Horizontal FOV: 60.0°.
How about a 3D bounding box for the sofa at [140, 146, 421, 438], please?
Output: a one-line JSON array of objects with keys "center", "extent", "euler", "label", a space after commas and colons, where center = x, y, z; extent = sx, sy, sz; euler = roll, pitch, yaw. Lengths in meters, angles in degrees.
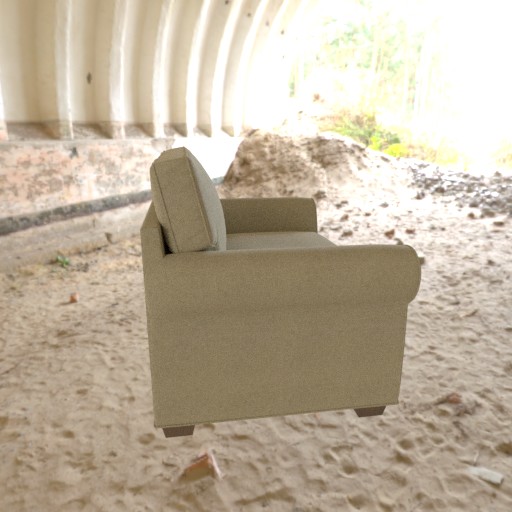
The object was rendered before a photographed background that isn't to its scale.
[{"center": [0.000, 0.000, 2.105], "extent": [0.936, 0.991, 1.405], "euler": [-3, 16, -9], "label": "sofa"}]
